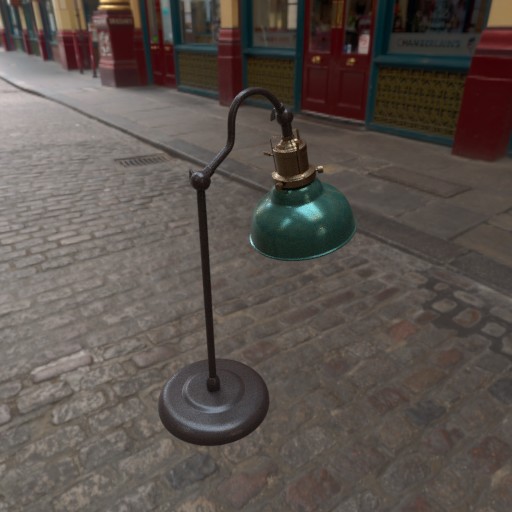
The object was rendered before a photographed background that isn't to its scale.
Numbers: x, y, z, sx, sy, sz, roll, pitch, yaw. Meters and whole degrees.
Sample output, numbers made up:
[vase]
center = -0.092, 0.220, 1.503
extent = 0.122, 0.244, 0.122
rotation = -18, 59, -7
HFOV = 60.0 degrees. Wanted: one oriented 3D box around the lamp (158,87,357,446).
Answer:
[lamp]
center = 0.000, 0.000, 0.709
extent = 0.374, 0.508, 0.192
rotation = -19, 32, -33
